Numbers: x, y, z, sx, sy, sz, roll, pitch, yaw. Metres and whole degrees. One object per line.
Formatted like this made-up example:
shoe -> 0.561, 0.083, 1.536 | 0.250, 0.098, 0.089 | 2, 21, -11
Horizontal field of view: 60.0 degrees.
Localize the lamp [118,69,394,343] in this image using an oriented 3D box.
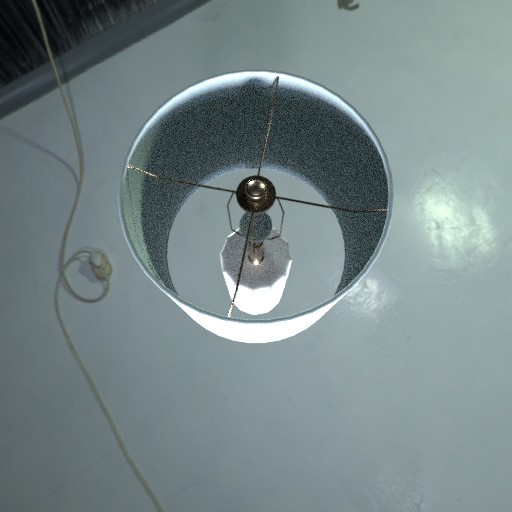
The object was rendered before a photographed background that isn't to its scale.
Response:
lamp -> 0.000, 0.000, 0.703 | 0.277, 0.534, 0.277 | -40, 78, -10
